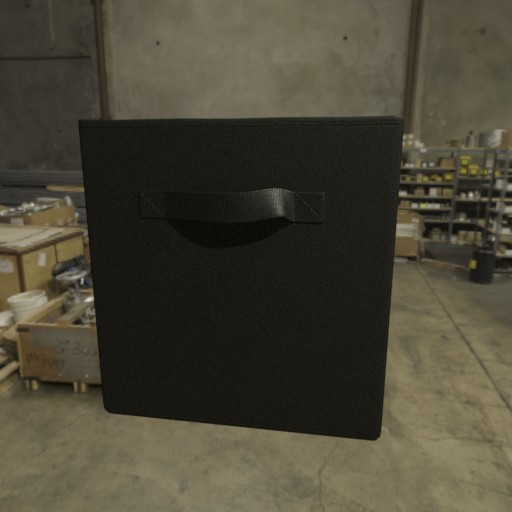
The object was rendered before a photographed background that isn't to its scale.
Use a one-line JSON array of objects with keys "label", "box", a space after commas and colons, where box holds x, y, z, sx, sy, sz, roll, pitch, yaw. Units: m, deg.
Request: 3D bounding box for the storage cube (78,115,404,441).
[{"label": "storage cube", "box": [0.000, 0.000, 0.495, 0.270, 0.280, 0.270, 2, 14, 9]}]
